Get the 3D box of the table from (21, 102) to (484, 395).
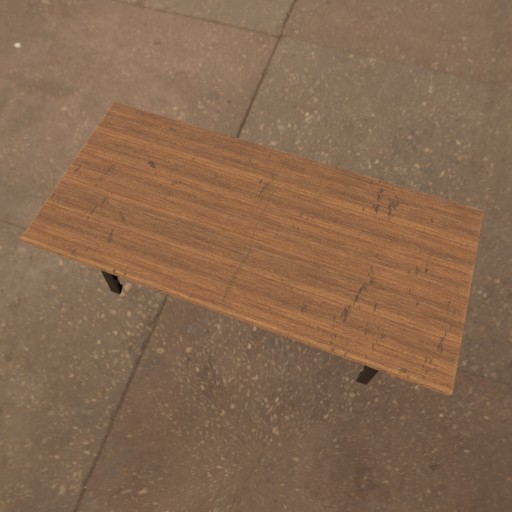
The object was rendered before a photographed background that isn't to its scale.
[{"bbox_3d":[0.000,0.000,2.638,2.200,0.757,1.000,19,66,9],"label":"table"}]
